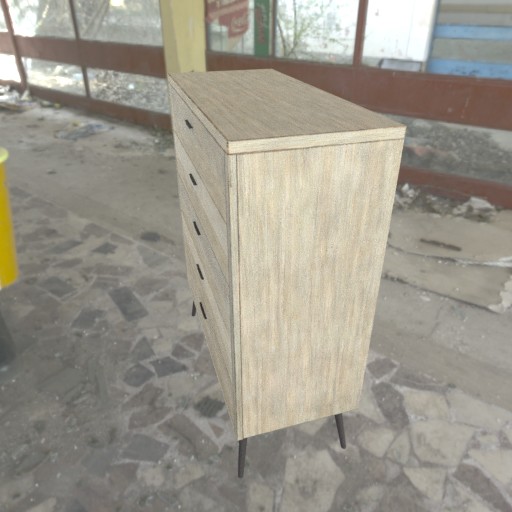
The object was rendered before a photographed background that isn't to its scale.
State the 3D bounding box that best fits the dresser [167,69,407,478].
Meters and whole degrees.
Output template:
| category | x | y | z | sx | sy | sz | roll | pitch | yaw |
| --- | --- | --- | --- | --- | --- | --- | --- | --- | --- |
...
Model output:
| category | x | y | z | sx | sy | sz | roll | pitch | yaw |
| --- | --- | --- | --- | --- | --- | --- | --- | --- | --- |
| dresser | 0.000 | 0.000 | 1.738 | 0.457 | 1.219 | 1.016 | -9 | 32 | -15 |
